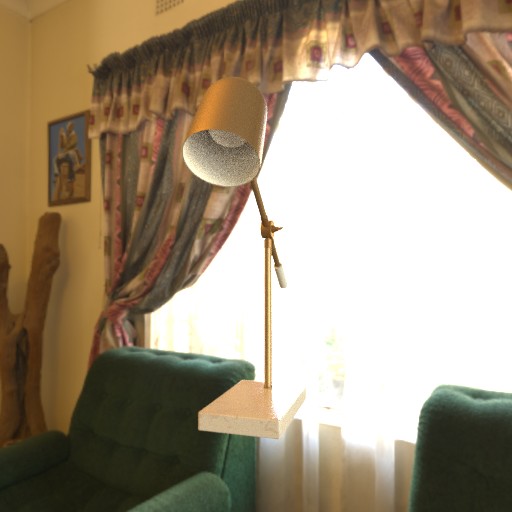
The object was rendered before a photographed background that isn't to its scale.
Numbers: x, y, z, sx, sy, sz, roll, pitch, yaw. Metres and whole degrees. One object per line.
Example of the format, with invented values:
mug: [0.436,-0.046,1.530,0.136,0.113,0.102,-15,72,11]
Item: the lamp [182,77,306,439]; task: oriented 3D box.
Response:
lamp: [0.000,0.000,0.849,0.144,0.603,0.471,-1,-2,17]
